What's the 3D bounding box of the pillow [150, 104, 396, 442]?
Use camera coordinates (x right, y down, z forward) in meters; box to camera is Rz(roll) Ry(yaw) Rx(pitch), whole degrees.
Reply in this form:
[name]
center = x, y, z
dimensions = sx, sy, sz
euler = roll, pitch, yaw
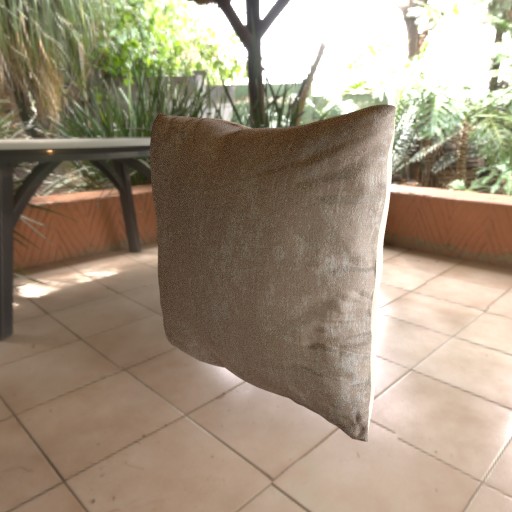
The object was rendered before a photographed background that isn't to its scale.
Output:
[pillow]
center = 0.000, 0.000, 0.709
dimensions = 0.450, 0.448, 0.245
euler = 16, 23, 42
